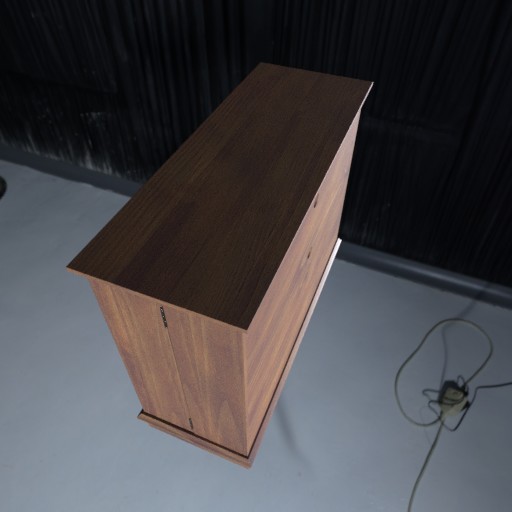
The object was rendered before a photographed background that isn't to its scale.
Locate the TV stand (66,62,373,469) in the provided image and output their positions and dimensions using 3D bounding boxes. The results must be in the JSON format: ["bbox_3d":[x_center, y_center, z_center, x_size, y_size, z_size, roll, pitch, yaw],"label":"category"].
[{"bbox_3d":[0.000,0.000,1.490,0.406,0.813,1.067,17,49,15],"label":"TV stand"}]
